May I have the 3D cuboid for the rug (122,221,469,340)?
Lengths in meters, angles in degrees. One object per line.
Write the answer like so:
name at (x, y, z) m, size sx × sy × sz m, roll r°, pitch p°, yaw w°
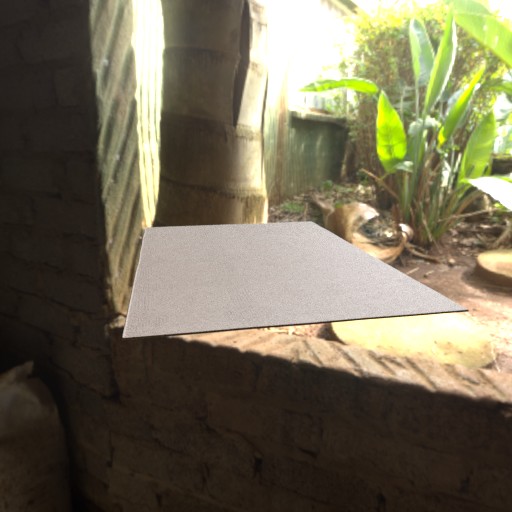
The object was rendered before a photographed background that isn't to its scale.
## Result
rug at (0.000, 0.000, 2.378) m, size 1.236 × 0.009 × 1.839 m, roll -3°, pitch 15°, yaw -11°
